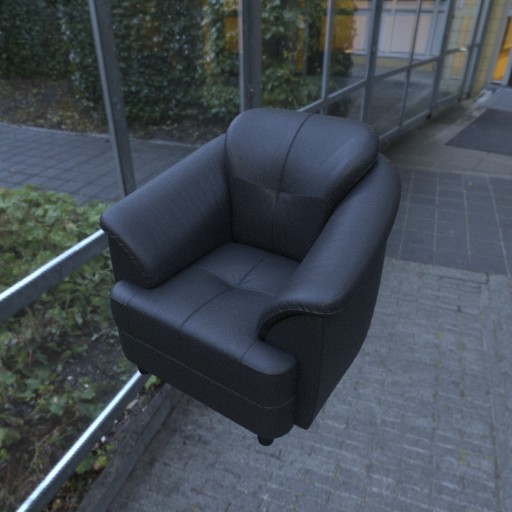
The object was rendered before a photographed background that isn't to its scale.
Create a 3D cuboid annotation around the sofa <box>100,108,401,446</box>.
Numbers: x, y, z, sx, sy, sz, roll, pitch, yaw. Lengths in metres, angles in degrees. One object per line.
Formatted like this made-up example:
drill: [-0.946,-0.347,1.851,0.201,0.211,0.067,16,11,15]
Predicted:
sofa: [0.000,0.000,1.503,0.870,0.811,0.794,19,36,29]
